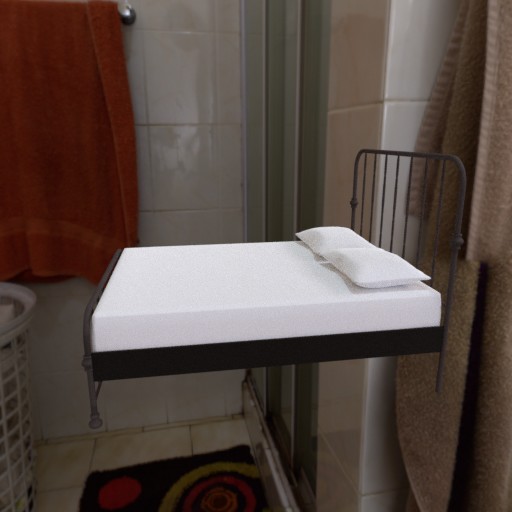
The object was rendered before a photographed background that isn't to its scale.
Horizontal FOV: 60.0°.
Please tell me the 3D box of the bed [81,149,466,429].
[{"bbox_3d":[0.000,0.000,3.160,2.134,1.446,1.616,-3,15,-9],"label":"bed"}]
